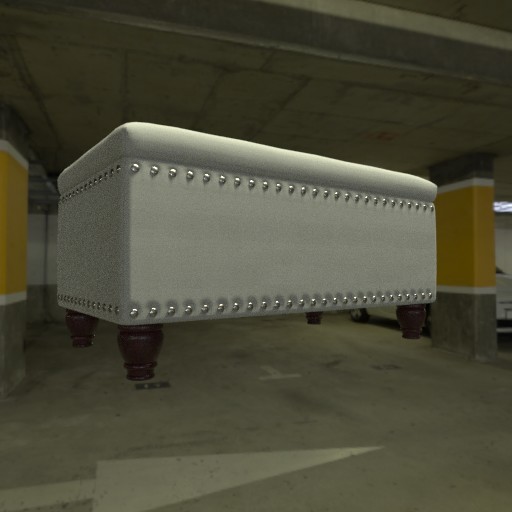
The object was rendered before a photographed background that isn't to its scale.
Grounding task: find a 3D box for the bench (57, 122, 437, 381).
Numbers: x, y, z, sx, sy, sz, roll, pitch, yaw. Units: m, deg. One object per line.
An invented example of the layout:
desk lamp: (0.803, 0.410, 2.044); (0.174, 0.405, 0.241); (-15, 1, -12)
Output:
bench: (0.000, 0.000, 1.166); (0.887, 0.449, 0.500); (1, -2, -35)
